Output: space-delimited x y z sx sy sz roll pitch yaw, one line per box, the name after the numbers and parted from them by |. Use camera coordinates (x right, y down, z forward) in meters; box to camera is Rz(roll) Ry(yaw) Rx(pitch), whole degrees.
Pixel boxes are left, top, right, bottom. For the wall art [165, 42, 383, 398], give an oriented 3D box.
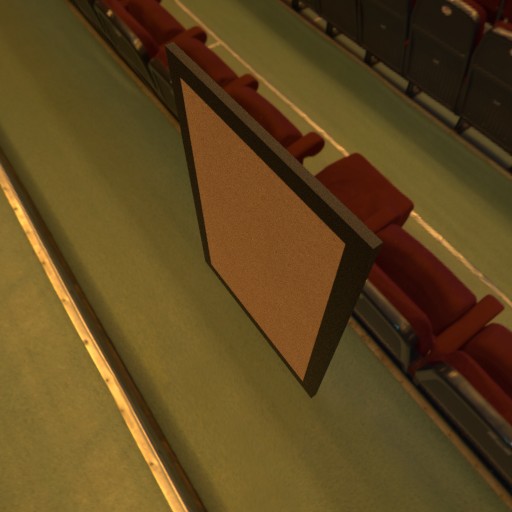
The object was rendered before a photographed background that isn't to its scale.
0.000 0.000 0.711 0.013 0.534 0.381 -32 63 -18 | wall art
